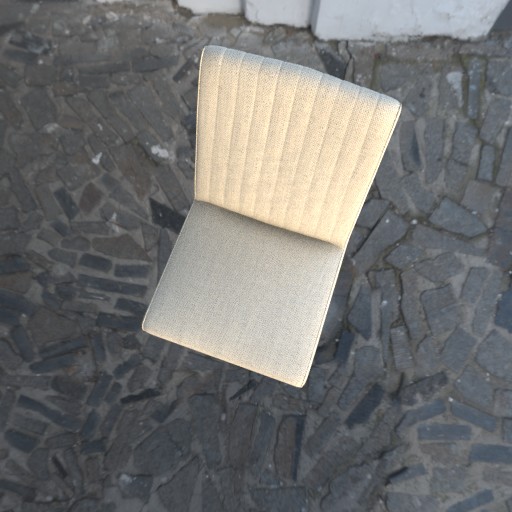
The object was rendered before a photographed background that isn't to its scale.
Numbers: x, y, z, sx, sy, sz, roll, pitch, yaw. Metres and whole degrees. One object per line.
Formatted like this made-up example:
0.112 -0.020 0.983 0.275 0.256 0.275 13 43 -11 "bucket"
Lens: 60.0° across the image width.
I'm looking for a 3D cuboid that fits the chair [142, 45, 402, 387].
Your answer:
0.000 0.000 1.243 0.480 0.900 0.594 19 76 5 "chair"
